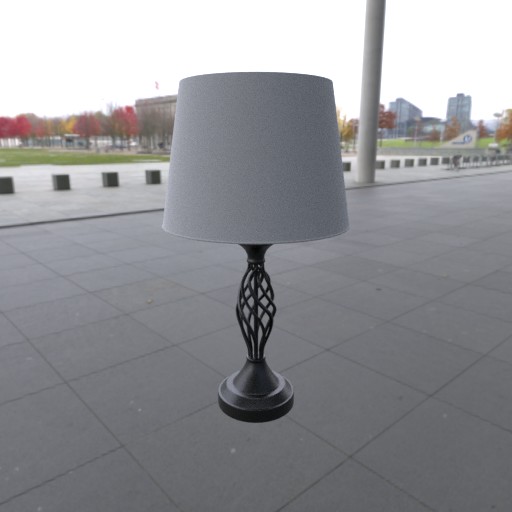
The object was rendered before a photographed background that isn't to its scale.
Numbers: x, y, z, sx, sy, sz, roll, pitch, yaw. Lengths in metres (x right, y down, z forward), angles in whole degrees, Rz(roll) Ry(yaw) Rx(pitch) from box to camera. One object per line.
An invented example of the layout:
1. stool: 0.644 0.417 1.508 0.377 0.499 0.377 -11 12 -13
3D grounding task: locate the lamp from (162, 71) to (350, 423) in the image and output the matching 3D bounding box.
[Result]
1. lamp: 0.000 0.000 0.812 0.331 0.594 0.331 0 14 0
